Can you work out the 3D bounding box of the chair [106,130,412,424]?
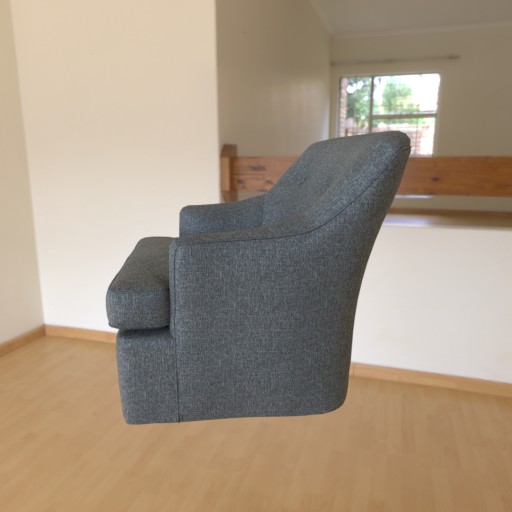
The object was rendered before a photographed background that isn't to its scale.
[{"bbox_3d":[0.000,0.000,1.591,0.923,0.856,0.864,-2,13,-7],"label":"chair"}]
